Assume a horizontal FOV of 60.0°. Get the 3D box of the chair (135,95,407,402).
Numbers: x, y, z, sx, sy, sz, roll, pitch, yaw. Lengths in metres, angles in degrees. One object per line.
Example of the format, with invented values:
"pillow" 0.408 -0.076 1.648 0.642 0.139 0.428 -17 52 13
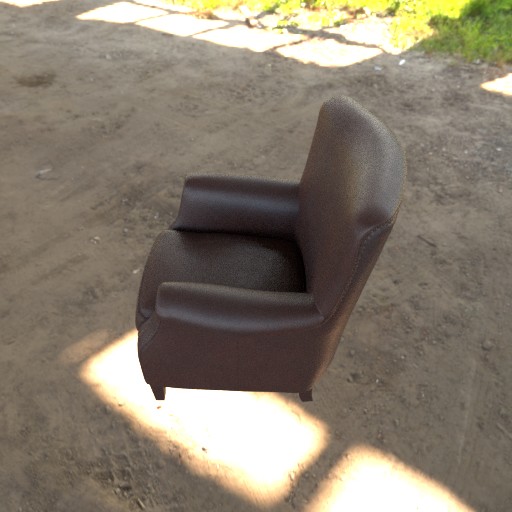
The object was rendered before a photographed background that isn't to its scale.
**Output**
"chair" 0.000 0.000 1.389 0.746 0.800 0.700 0 41 0
